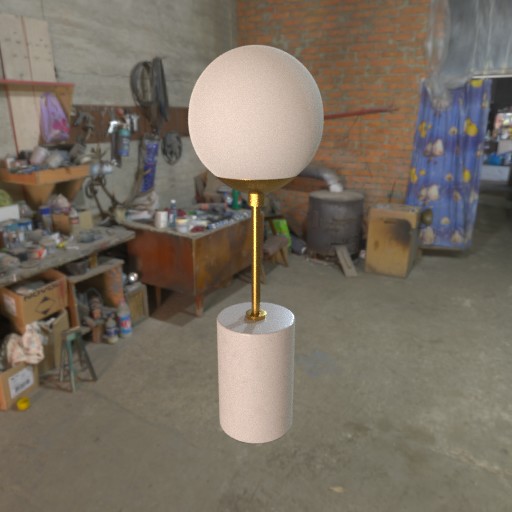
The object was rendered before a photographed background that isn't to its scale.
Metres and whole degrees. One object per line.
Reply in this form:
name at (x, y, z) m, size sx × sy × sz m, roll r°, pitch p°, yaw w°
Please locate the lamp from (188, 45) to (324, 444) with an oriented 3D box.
lamp at (0.000, 0.000, 0.554) m, size 0.153 × 0.480 × 0.153 m, roll 0°, pitch 17°, yaw 0°
